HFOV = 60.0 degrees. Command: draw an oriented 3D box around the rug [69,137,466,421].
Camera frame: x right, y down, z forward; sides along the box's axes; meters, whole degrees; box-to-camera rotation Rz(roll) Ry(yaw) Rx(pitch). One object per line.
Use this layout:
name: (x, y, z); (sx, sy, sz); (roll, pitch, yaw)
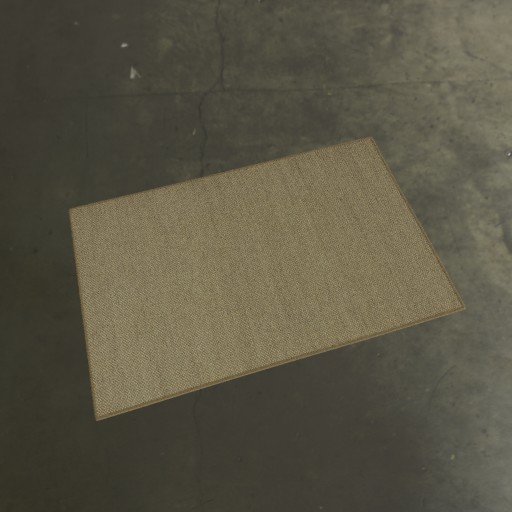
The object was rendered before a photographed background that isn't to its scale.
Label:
rug: (0.000, 0.000, 2.123); (1.667, 0.013, 1.062); (-15, 64, -8)
